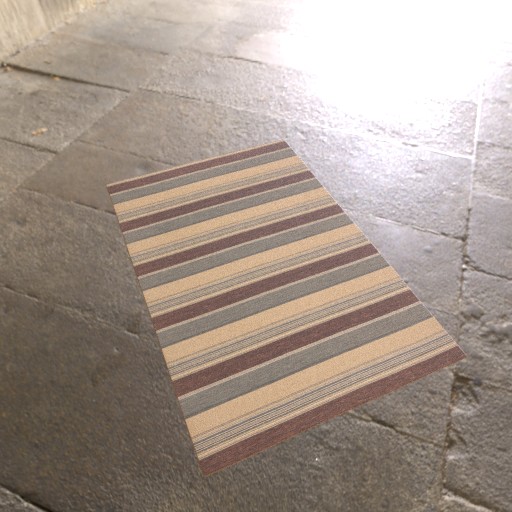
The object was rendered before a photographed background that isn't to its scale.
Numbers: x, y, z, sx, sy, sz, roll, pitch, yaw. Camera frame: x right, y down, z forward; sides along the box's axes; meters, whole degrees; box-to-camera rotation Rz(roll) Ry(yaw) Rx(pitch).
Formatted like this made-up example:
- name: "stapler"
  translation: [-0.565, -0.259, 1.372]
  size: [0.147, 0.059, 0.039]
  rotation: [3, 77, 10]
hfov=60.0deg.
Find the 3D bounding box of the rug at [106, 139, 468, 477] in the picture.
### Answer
- name: "rug"
  translation: [0.000, 0.000, 2.331]
  size: [1.219, 0.008, 1.829]
  rotation: [-18, 51, -16]
